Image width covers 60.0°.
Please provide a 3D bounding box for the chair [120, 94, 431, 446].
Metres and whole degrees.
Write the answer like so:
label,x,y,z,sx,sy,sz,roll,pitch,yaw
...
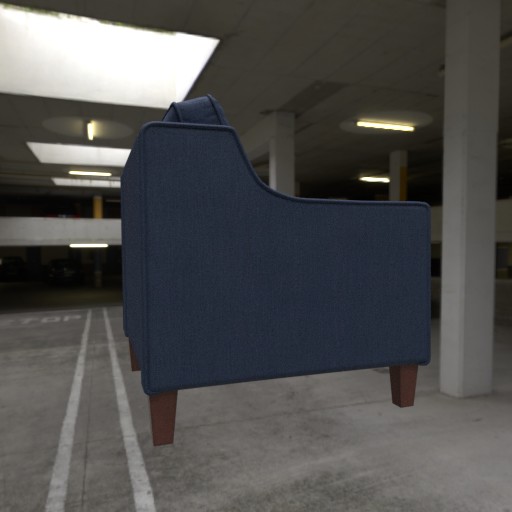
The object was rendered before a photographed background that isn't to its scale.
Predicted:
label,x,y,z,sx,sy,sz,roll,pitch,yaw
chair,0.000,0.000,1.633,0.909,0.960,0.831,-1,2,-20
